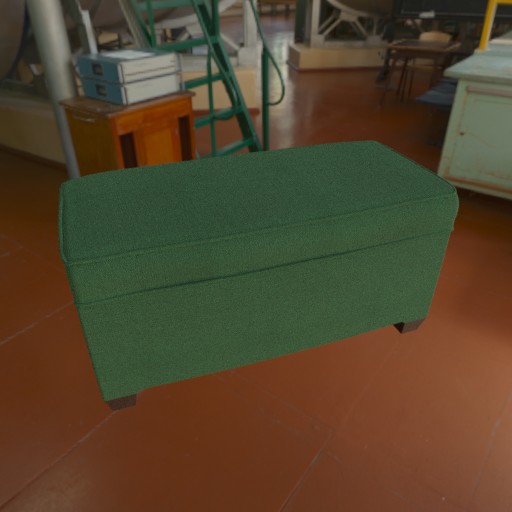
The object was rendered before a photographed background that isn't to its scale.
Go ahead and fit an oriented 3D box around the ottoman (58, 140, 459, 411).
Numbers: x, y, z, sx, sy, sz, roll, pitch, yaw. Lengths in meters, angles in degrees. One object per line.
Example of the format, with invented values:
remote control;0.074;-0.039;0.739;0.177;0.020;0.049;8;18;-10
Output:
ottoman;0.000;0.000;1.251;0.957;0.471;0.483;-11;35;-16
